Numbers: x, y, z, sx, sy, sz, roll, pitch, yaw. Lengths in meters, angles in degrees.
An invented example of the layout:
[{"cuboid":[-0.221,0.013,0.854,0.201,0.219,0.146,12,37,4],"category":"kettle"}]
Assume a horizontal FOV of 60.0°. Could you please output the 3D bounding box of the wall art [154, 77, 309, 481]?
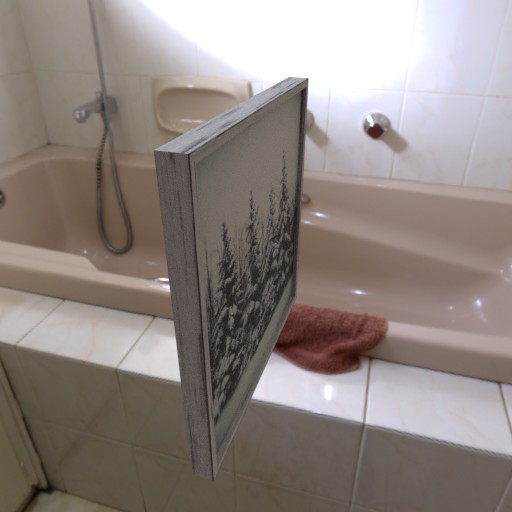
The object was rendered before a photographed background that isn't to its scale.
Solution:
[{"cuboid":[0.000,0.000,0.759,0.038,0.506,0.506,10,31,16],"category":"wall art"}]
